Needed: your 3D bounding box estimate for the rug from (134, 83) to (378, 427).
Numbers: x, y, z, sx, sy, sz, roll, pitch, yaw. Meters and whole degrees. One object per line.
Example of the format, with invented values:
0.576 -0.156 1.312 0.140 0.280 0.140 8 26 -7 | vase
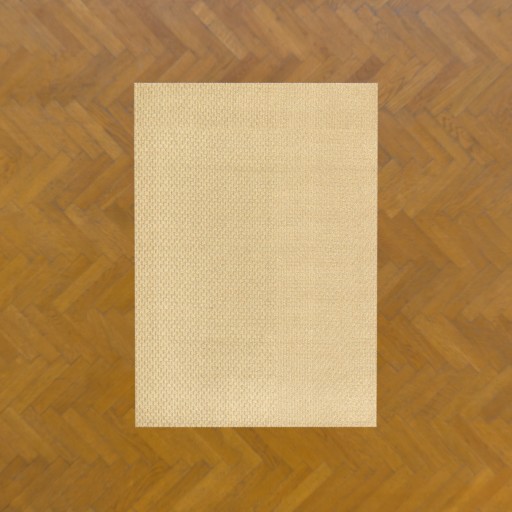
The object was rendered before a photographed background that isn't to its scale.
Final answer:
0.000 0.000 2.764 1.509 0.013 2.144 0 91 0 | rug
